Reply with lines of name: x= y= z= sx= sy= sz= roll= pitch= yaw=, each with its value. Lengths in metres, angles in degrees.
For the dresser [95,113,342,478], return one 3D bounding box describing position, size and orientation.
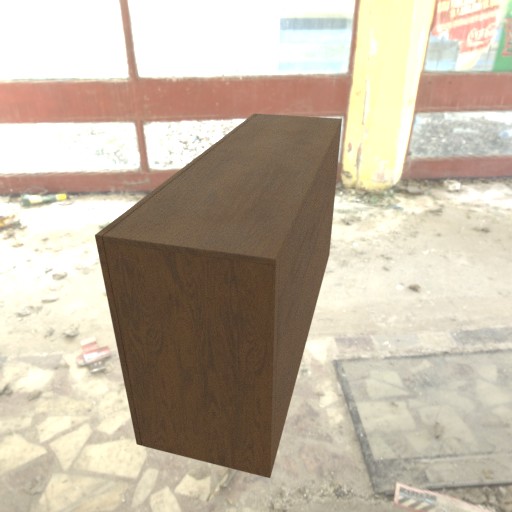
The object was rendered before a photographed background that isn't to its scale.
dresser: x=0.000 y=0.000 z=1.944 sx=0.512 sy=0.889 sz=1.523 roll=8 pitch=30 yaw=13
